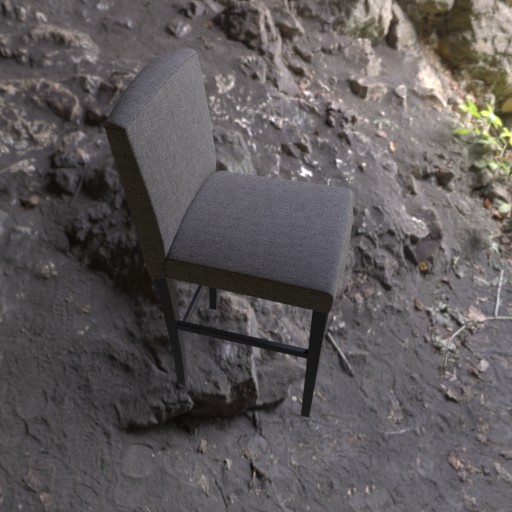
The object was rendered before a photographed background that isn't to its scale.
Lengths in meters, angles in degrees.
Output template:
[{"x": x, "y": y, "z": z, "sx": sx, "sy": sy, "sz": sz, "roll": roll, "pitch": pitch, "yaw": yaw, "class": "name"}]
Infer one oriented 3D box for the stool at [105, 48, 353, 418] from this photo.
[{"x": 0.000, "y": 0.000, "z": 1.401, "sx": 0.552, "sy": 1.138, "sz": 0.451, "roll": 11, "pitch": 46, "yaw": 10, "class": "stool"}]
